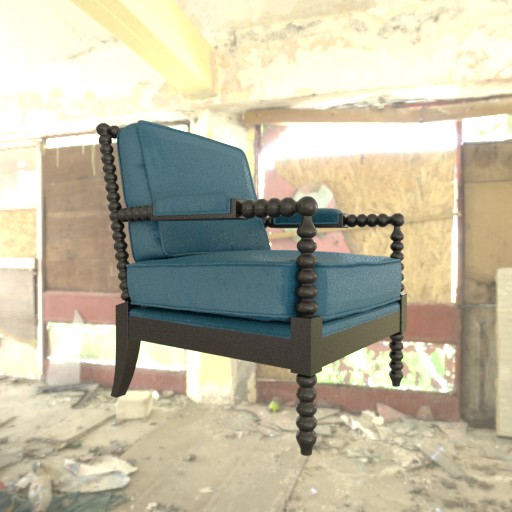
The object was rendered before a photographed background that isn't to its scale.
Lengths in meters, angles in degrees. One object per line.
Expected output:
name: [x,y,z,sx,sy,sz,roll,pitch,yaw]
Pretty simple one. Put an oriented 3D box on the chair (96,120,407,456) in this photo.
chair: [0.000,0.000,1.422,0.805,0.857,0.688,1,1,36]
